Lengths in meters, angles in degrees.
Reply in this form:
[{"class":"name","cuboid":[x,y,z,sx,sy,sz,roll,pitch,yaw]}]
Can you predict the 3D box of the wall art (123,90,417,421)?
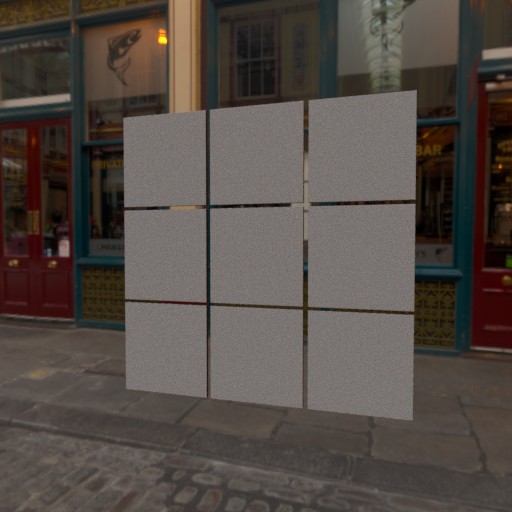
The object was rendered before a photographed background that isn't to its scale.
[{"class":"wall art","cuboid":[0.000,0.000,1.860,1.256,1.246,0.017,1,2,17]}]
